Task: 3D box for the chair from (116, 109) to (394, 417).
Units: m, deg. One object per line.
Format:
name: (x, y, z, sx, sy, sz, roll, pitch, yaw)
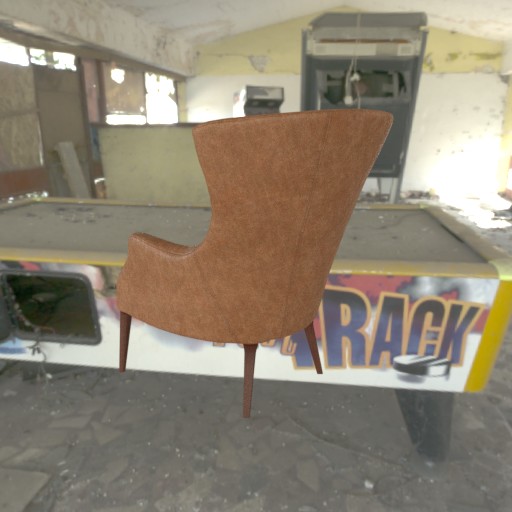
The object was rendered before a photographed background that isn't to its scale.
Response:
chair: (0.000, 0.000, 1.745, 0.846, 1.067, 0.955, -15, 21, -42)
